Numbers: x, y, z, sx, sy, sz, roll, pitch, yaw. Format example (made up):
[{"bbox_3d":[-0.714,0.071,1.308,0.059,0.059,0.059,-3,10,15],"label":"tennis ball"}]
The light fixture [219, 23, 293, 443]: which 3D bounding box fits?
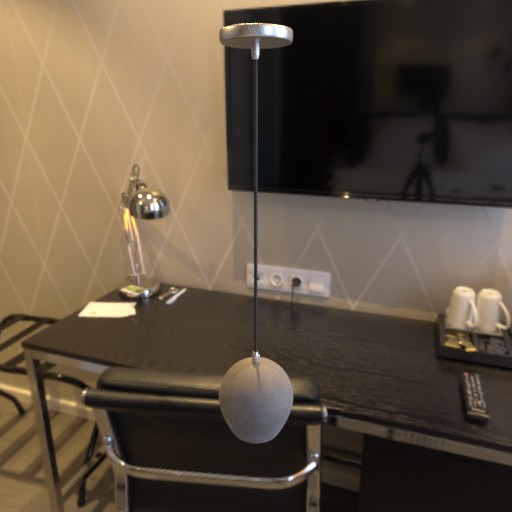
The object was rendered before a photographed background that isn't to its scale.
[{"bbox_3d":[0.000,0.000,0.827,0.153,0.760,0.153,-3,17,-10],"label":"light fixture"}]
